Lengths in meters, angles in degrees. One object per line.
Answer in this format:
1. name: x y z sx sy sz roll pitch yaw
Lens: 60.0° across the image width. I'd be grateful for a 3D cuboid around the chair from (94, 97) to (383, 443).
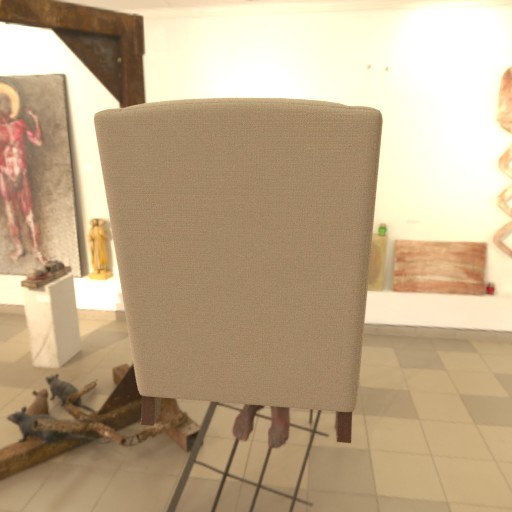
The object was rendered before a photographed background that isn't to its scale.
1. chair: 0.000 0.000 1.600 0.715 1.017 0.896 2 15 8
